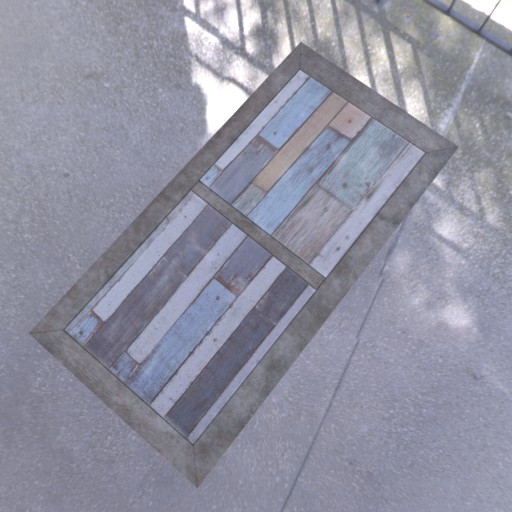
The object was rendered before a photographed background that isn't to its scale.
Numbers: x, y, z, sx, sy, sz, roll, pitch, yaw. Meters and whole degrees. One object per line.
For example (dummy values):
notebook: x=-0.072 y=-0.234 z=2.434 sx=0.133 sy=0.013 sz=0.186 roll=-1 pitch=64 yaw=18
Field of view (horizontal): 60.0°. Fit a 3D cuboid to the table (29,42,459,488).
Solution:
table: x=0.000 y=0.000 z=1.507 sx=0.610 sy=0.470 sz=1.219 roll=38 pitch=78 yaw=9
